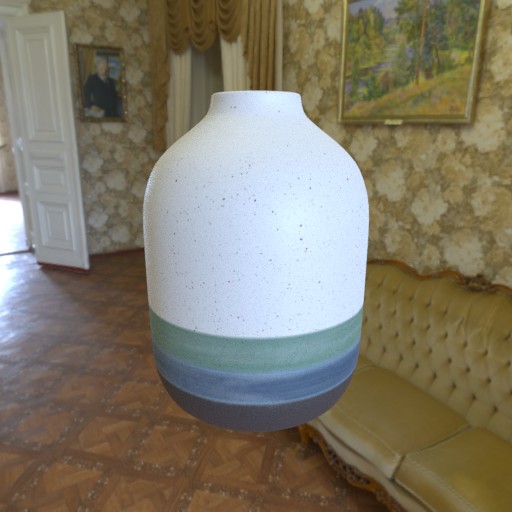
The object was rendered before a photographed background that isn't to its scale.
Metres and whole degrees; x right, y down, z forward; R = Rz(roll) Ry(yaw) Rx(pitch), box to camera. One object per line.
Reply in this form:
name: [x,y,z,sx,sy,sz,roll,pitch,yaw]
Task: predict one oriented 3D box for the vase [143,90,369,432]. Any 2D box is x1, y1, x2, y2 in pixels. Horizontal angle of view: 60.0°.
vase: [0.000,0.000,0.350,0.169,0.240,0.169,0,16,0]
